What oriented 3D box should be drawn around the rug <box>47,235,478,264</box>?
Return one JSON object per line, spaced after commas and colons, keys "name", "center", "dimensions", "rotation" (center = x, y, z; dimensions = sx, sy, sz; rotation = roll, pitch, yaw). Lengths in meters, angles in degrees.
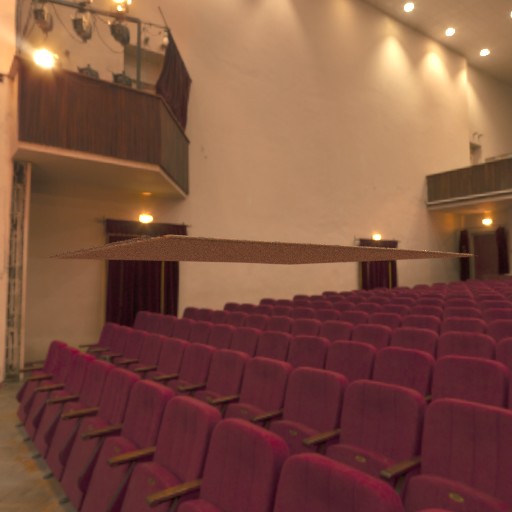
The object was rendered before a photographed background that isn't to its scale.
{"name": "rug", "center": [0.000, 0.000, 4.655], "dimensions": [3.585, 0.036, 2.892], "rotation": [2, -4, -36]}
